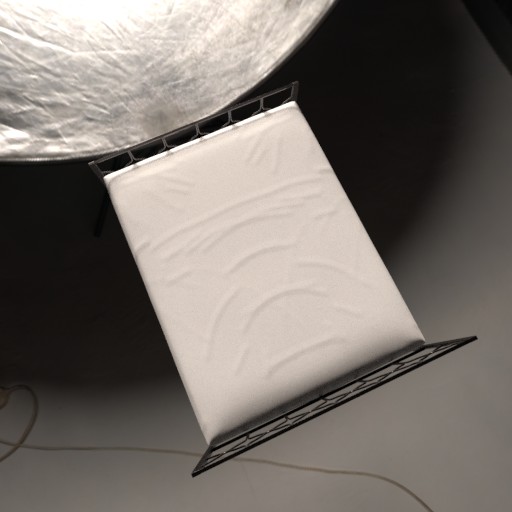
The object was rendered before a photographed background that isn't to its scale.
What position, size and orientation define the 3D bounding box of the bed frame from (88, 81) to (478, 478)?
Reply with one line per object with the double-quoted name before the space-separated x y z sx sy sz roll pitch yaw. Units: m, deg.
"bed frame" 0.000 0.000 3.046 1.597 1.222 2.063 -24 76 -6
